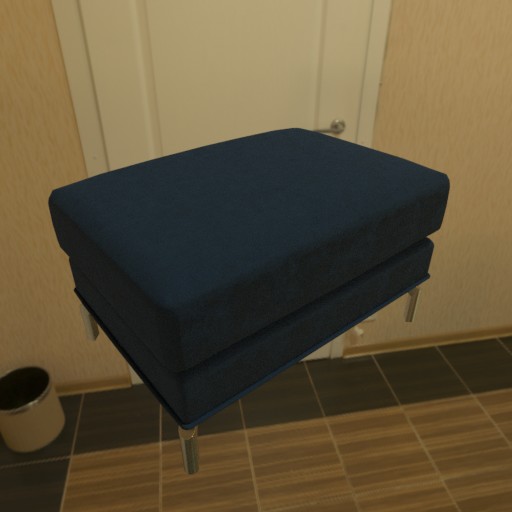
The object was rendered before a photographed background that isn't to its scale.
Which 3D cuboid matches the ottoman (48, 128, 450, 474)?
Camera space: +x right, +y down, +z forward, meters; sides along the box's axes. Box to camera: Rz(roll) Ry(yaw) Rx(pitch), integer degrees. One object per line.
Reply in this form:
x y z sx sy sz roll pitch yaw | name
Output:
0.000 0.000 1.187 0.835 0.498 0.587 -23 39 -33 | ottoman
